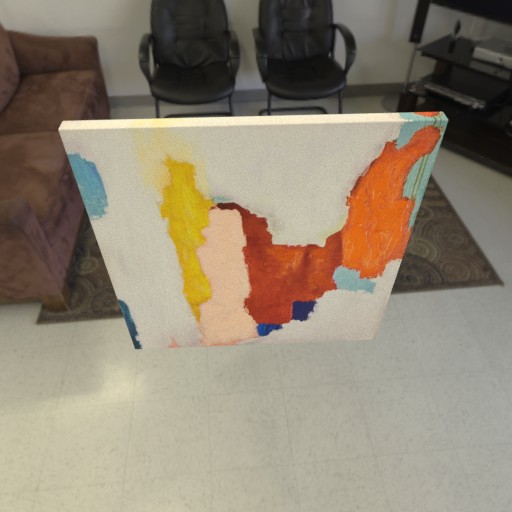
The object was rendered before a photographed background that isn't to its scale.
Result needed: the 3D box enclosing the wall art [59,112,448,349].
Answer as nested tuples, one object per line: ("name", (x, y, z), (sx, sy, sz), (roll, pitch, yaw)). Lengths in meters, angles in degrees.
("wall art", (0.000, 0.000, 1.223), (0.814, 0.814, 0.037), (-2, 45, -2))
